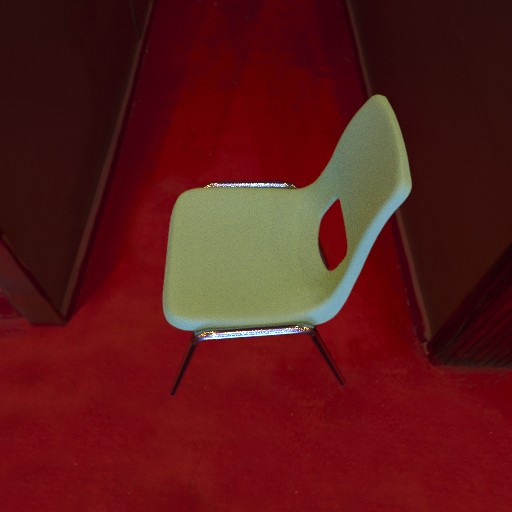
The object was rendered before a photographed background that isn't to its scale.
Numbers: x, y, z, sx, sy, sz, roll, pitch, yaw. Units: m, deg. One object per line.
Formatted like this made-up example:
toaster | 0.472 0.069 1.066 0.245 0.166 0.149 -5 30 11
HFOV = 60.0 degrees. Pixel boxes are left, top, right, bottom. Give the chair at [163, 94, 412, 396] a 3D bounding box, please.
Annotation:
chair | 0.000 0.000 0.920 0.436 0.653 0.381 -1 57 -1
